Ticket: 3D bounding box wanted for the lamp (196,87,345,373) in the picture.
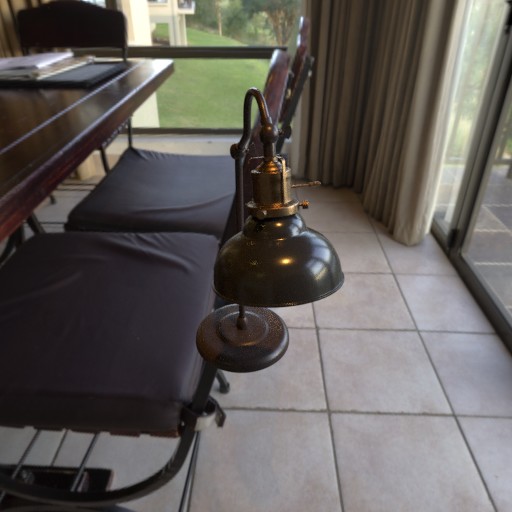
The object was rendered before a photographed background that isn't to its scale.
[{"bbox_3d":[0.000,0.000,0.705,0.192,0.508,0.374,-10,33,-15],"label":"lamp"}]
